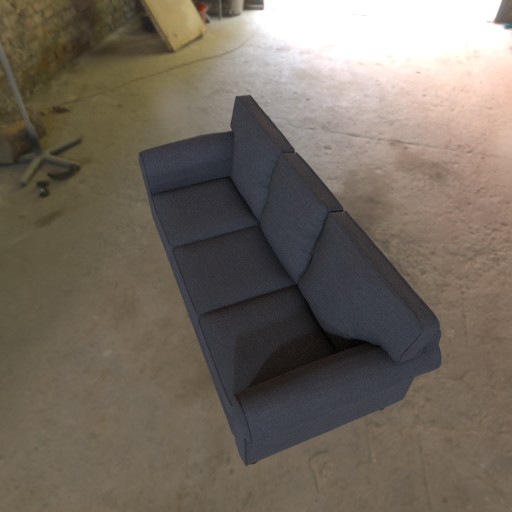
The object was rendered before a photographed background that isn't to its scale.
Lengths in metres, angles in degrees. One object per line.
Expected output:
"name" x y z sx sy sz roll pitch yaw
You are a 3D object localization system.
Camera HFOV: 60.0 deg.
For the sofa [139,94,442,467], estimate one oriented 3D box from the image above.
"sofa" 0.000 0.000 2.559 0.909 0.966 2.084 -16 48 -15
